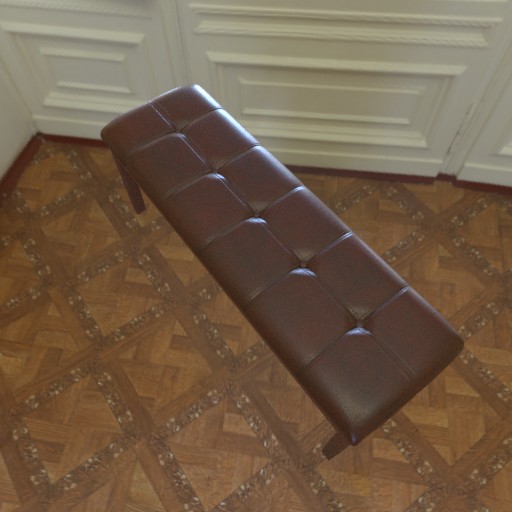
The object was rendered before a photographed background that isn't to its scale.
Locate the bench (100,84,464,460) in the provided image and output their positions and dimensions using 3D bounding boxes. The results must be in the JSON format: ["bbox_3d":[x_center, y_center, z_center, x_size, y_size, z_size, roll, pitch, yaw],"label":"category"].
[{"bbox_3d":[0.000,0.000,1.477,0.401,0.491,1.259,-33,65,-18],"label":"bench"}]
